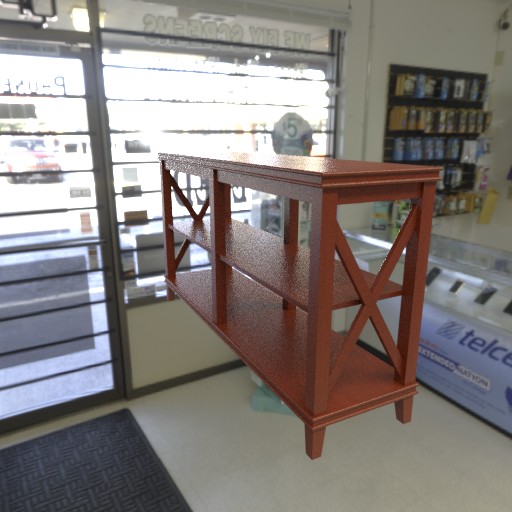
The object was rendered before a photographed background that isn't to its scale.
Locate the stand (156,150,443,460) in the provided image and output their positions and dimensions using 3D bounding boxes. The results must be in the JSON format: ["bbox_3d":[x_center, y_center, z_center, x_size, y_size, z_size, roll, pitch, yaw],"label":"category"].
[{"bbox_3d":[0.000,0.000,1.748,0.381,0.762,1.372,-8,17,-26],"label":"stand"}]
